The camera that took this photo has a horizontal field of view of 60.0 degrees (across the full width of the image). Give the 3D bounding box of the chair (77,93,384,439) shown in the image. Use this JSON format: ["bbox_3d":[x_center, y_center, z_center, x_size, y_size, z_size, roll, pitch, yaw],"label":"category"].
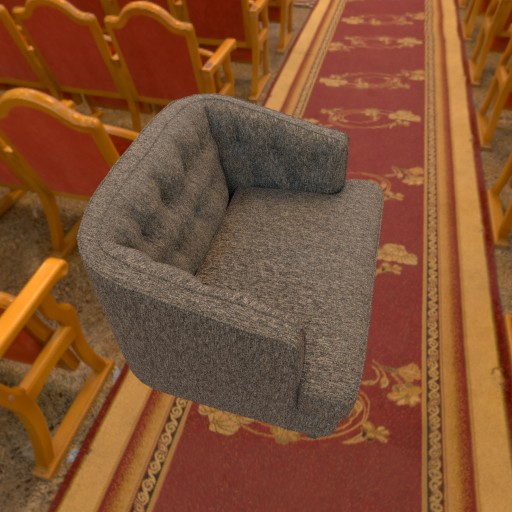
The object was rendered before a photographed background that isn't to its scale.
[{"bbox_3d":[0.000,0.000,1.765,0.941,0.852,1.104,11,49,10],"label":"chair"}]
